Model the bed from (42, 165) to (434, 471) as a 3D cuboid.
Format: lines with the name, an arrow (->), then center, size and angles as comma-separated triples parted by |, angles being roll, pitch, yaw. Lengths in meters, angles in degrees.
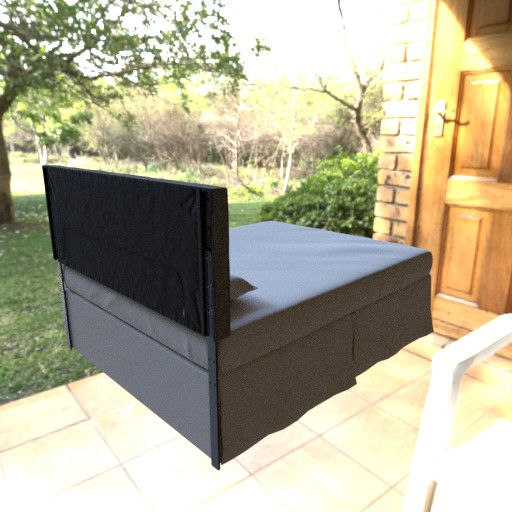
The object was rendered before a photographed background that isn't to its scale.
bed -> 0.000, 0.000, 2.859 | 1.958, 1.168, 1.621 | -15, 21, -42
